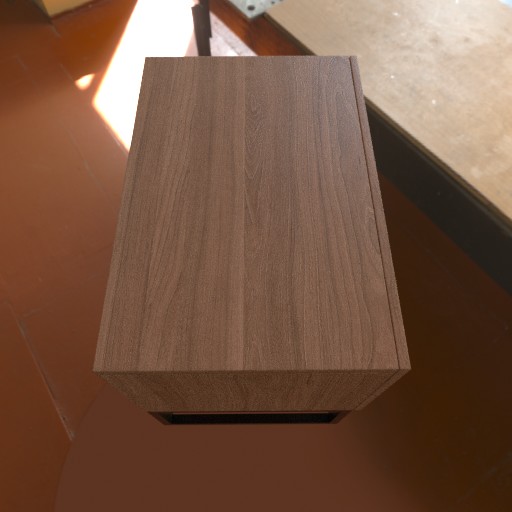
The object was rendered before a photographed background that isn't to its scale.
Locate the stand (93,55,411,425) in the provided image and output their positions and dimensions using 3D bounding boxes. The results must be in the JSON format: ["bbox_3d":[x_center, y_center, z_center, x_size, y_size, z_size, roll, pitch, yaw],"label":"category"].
[{"bbox_3d":[0.000,0.000,0.925,0.420,0.500,0.600,0,62,0],"label":"stand"}]
